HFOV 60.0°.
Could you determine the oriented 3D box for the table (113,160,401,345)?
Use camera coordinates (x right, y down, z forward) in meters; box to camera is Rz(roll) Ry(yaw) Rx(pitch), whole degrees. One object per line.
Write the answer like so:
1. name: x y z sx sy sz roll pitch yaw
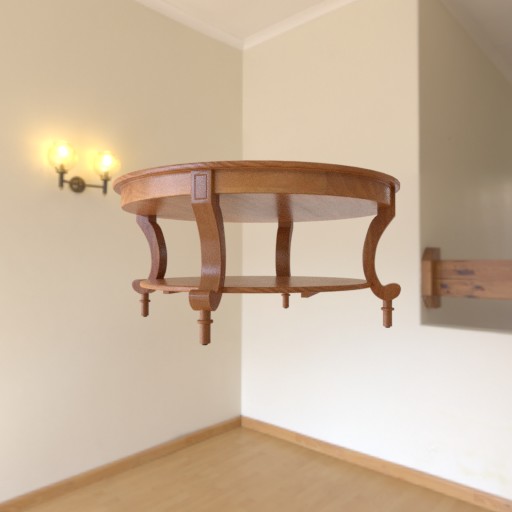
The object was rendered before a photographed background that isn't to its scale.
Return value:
1. table: 0.000 0.000 1.657 1.029 0.490 1.029 0 0 0
